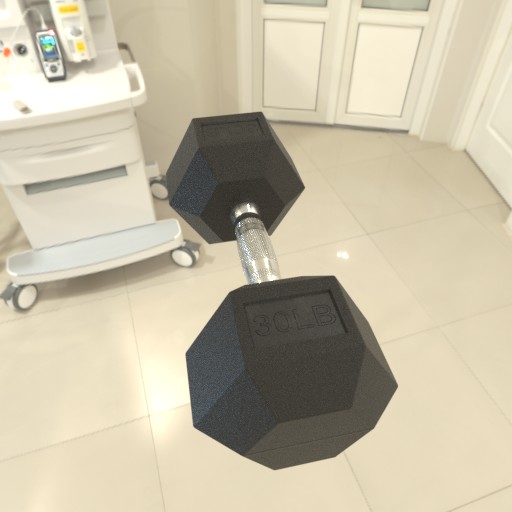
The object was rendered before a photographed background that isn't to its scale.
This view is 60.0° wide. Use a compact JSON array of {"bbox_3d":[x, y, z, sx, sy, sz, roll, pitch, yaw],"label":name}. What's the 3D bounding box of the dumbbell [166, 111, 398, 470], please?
[{"bbox_3d":[0.000,0.000,0.395,0.142,0.123,0.337,-8,46,-8],"label":"dumbbell"}]
